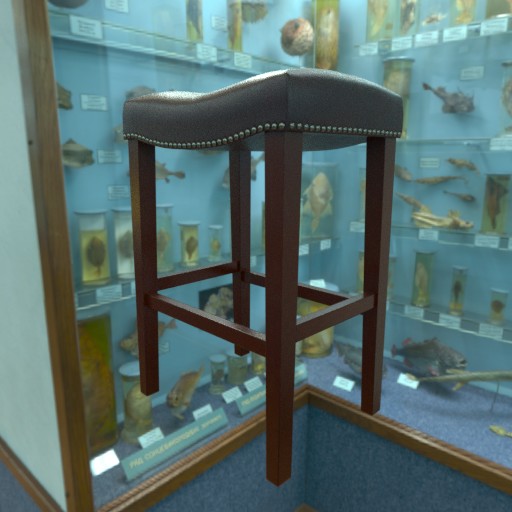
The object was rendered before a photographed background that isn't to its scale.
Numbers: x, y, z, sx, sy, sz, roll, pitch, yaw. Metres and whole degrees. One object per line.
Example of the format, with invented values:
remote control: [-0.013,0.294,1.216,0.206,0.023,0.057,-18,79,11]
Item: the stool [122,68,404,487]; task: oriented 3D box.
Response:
stool: [0.000,0.000,1.023,0.372,0.742,0.504,-12,17,-44]
